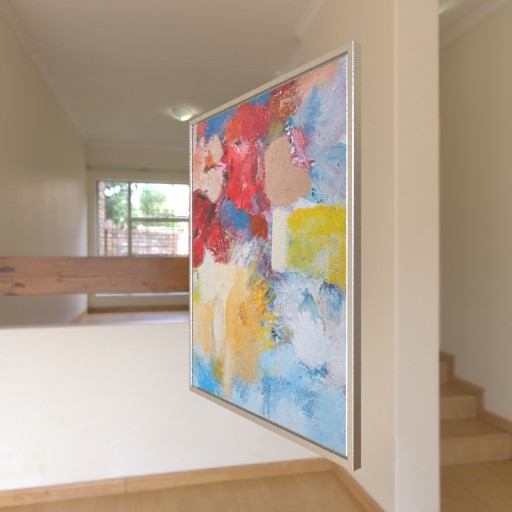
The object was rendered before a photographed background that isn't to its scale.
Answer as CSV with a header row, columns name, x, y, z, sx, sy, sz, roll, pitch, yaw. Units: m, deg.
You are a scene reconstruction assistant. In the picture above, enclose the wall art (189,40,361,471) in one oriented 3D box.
name,x,y,z,sx,sy,sz,roll,pitch,yaw
wall art,0.000,0.000,1.409,0.030,1.046,0.816,0,0,-37
